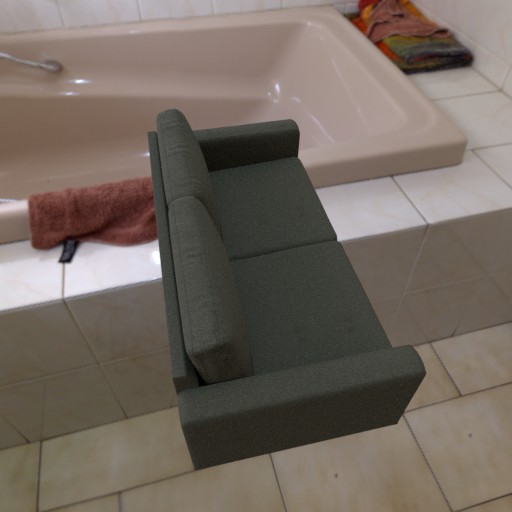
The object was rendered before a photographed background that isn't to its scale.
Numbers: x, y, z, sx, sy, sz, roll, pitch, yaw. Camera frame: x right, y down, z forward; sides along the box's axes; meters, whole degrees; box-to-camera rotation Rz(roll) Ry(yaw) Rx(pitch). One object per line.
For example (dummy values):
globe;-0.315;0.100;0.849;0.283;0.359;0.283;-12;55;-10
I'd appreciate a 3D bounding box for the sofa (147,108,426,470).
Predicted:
sofa;0.000;0.000;2.218;0.889;0.897;1.730;-9;48;-8
